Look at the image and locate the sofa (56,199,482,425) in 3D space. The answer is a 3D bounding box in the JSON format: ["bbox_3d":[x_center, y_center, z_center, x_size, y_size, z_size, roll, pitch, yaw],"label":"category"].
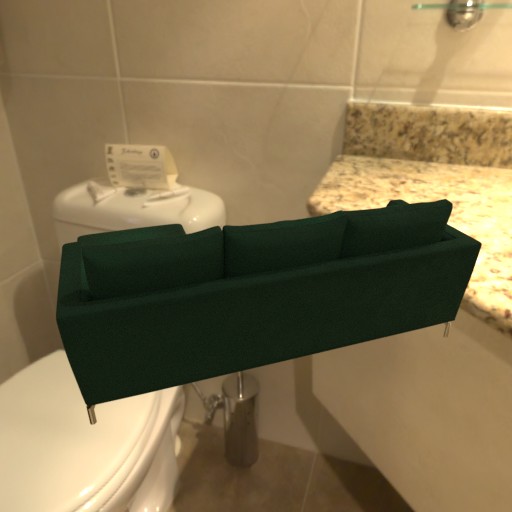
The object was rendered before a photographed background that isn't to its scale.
[{"bbox_3d":[0.000,0.000,3.088,2.441,1.007,1.489,-9,29,-17],"label":"sofa"}]
